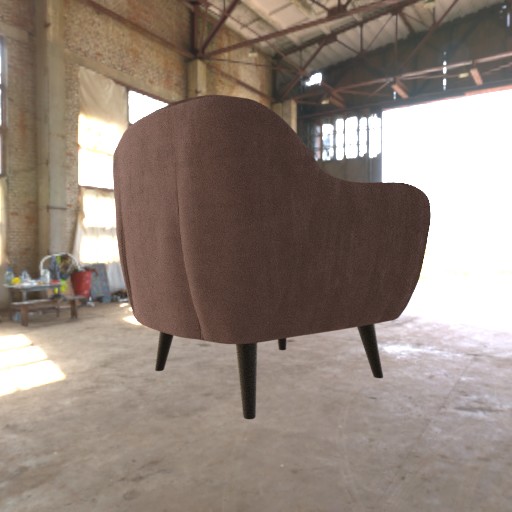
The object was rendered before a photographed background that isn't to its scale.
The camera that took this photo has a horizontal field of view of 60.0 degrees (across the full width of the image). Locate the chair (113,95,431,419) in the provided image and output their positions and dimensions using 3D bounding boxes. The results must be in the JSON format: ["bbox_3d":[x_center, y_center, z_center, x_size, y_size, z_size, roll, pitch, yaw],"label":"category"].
[{"bbox_3d":[0.000,0.000,1.496,0.820,0.820,0.840,-1,1,-37],"label":"chair"}]
